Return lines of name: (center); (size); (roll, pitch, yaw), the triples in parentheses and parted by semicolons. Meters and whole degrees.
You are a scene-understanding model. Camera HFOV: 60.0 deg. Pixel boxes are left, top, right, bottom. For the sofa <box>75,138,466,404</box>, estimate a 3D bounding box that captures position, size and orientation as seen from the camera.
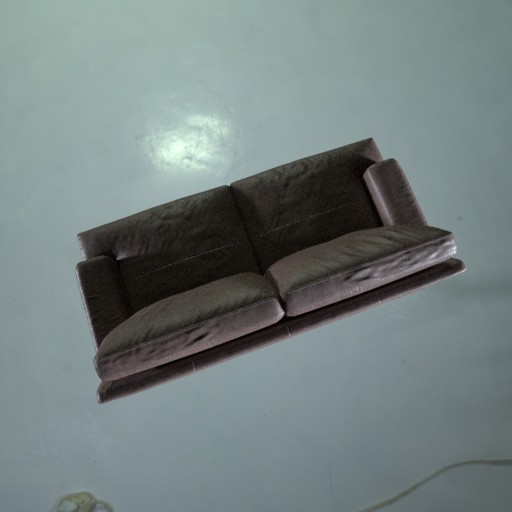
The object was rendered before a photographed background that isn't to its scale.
sofa: (0.000, 0.000, 2.861); (2.261, 0.941, 1.143); (-19, 75, -5)
